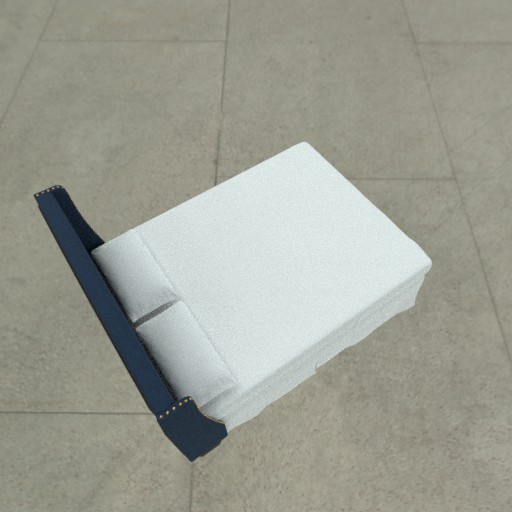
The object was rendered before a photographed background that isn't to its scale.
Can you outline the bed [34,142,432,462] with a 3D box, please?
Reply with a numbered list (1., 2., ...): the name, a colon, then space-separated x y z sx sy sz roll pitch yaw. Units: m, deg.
1. bed: 0.000 0.000 3.154 2.223 1.402 1.604 -30 63 -18
